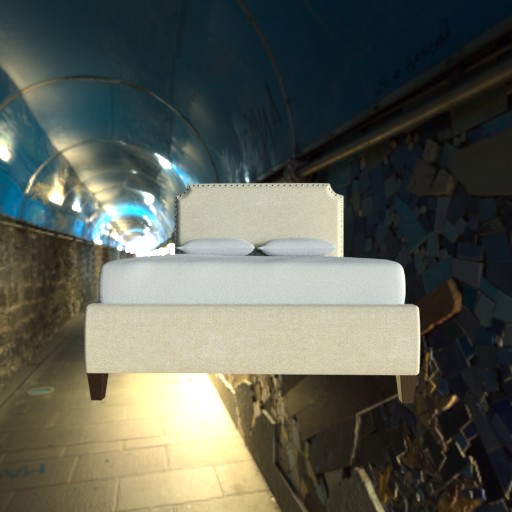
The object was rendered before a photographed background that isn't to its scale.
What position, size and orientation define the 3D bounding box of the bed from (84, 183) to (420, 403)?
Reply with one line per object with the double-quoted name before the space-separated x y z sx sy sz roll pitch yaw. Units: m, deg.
"bed" 0.000 0.000 3.384 1.713 1.457 2.381 0 0 1
